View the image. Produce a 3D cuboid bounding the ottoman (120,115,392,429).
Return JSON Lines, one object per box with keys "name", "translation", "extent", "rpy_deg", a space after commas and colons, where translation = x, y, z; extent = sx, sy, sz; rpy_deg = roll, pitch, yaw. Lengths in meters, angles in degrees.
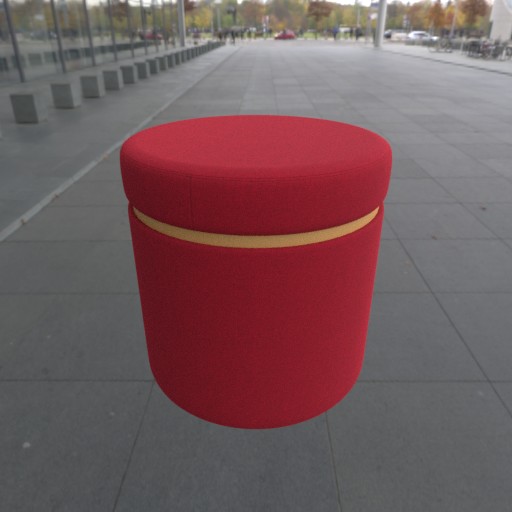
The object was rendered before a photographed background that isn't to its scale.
{"name": "ottoman", "translation": [0.000, 0.000, 0.754], "extent": [0.400, 0.406, 0.400], "rpy_deg": [0, 27, 0]}
